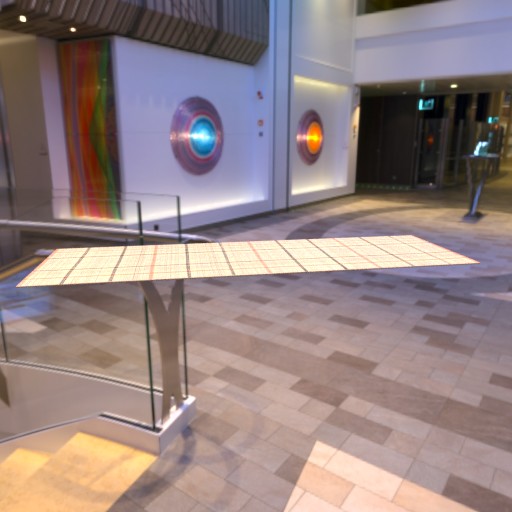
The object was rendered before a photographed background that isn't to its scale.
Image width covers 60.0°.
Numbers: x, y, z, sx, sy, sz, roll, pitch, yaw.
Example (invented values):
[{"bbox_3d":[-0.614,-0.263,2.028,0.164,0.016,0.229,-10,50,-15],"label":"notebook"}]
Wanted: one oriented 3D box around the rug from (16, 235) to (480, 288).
[{"bbox_3d":[0.000,0.000,2.662,2.439,0.008,0.762,-3,15,-10],"label":"rug"}]
